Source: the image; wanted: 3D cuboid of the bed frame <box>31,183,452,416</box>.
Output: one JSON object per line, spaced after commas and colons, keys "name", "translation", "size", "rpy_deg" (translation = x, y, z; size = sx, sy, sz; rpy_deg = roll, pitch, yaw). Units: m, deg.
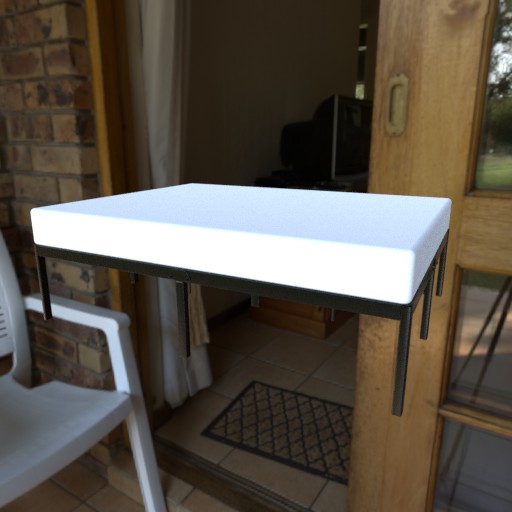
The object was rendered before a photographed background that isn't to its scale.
{"name": "bed frame", "translation": [0.000, 0.000, 2.736], "size": [2.072, 0.659, 1.557], "rpy_deg": [8, 17, 26]}
